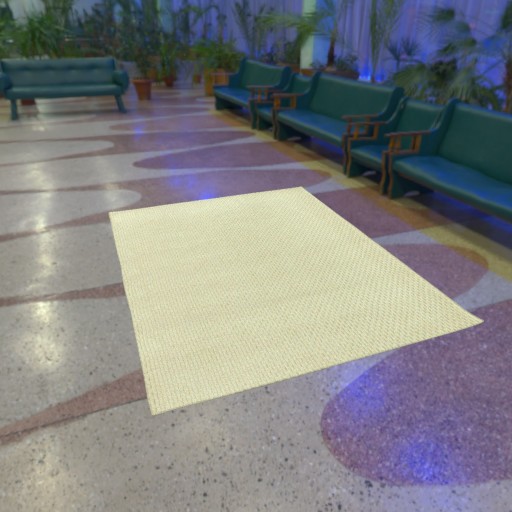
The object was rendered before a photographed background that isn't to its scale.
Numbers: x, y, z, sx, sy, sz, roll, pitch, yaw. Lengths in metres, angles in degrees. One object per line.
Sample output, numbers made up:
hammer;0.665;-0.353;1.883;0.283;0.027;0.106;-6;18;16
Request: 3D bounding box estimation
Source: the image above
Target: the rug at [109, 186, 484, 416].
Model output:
rug;0.000;0.000;3.891;2.277;0.035;2.897;-10;31;-18
